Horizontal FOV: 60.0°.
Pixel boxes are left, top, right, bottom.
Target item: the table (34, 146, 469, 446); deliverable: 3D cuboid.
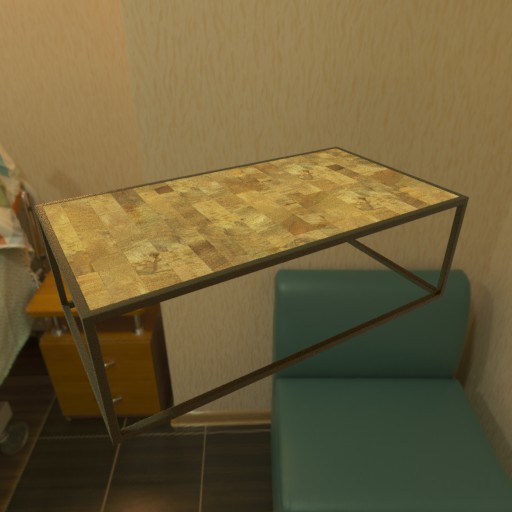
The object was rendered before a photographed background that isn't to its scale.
[{"bbox_3d":[0.000,0.000,1.486,1.199,0.398,0.649,-17,34,-27],"label":"table"}]
